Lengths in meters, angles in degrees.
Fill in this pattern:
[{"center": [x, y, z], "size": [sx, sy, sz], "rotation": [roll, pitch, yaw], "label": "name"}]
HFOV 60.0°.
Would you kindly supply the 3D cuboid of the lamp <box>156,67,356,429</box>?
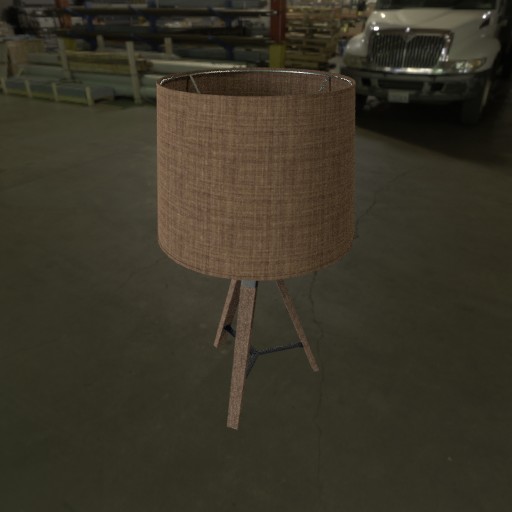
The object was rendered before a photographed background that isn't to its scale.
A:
[{"center": [0.000, 0.000, 0.688], "size": [0.290, 0.514, 0.290], "rotation": [0, 29, 0], "label": "lamp"}]
